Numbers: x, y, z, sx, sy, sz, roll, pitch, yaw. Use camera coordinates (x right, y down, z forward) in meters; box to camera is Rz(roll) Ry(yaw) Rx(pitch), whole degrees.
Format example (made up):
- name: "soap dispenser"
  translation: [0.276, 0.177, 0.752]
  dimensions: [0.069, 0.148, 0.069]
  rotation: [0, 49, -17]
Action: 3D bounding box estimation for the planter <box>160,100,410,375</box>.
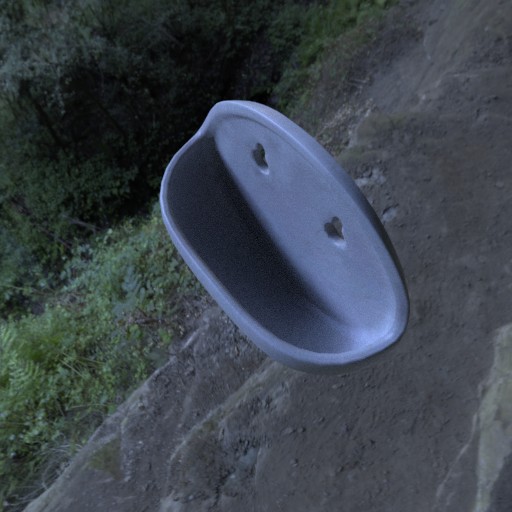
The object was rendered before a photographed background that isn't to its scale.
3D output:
- name: "planter"
  translation: [0.000, 0.000, 0.277]
  dimensions: [0.073, 0.164, 0.190]
  rotation: [-36, 68, -17]
